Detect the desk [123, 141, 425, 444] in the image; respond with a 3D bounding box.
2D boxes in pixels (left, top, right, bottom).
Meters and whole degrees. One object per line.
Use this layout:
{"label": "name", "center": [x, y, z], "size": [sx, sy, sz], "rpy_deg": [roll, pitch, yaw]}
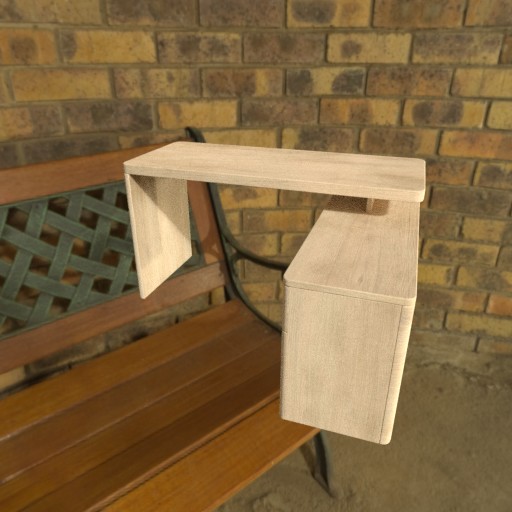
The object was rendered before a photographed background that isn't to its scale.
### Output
{"label": "desk", "center": [0.000, 0.000, 2.104], "size": [1.400, 0.770, 1.175], "rpy_deg": [8, 27, 17]}
